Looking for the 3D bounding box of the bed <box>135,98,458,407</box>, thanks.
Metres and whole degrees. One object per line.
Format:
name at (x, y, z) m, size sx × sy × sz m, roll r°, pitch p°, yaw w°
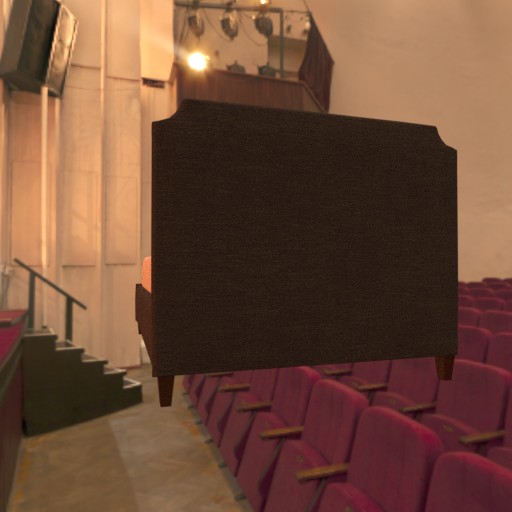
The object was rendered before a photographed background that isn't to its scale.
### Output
bed at (0.000, 0.000, 3.366) m, size 1.713 × 1.443 × 2.372 m, roll 0°, pitch -1°, yaw -17°
